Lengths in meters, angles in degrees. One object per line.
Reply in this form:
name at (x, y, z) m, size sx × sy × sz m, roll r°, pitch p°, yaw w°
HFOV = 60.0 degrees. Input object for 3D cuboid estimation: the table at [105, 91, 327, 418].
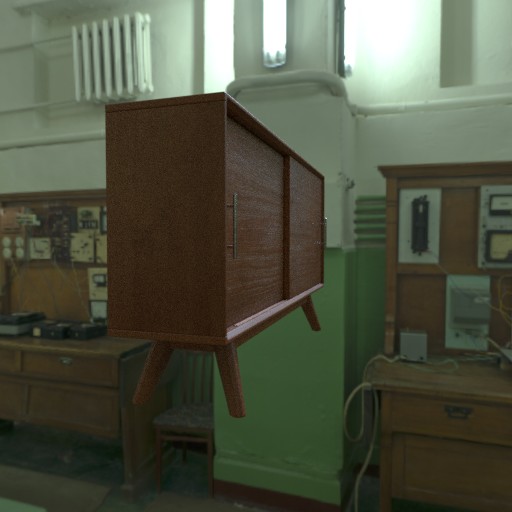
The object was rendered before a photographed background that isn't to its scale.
table at (0.000, 0.000, 1.510) m, size 0.308 × 0.698 × 1.220 m, roll 1°, pitch 2°, yaw 18°
